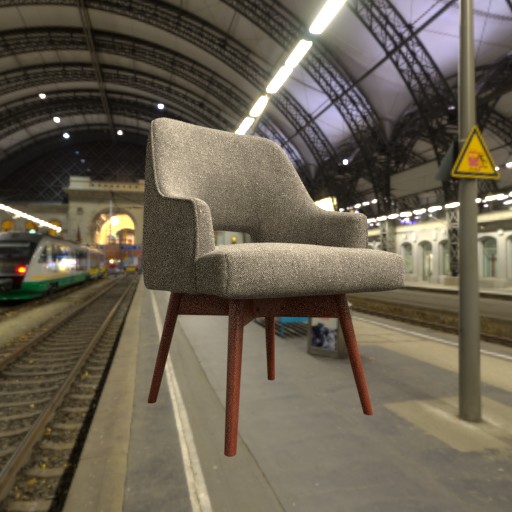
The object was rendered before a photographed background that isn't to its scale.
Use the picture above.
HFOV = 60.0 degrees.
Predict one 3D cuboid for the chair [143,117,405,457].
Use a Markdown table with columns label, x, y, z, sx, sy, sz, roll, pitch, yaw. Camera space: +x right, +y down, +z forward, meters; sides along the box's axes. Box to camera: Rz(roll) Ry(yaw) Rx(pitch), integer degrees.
| label | x | y | z | sx | sy | sz | roll | pitch | yaw |
| --- | --- | --- | --- | --- | --- | --- | --- | --- | --- |
| chair | 0.000 | 0.000 | 1.281 | 0.608 | 0.875 | 0.629 | 1 | -1 | -35 |
